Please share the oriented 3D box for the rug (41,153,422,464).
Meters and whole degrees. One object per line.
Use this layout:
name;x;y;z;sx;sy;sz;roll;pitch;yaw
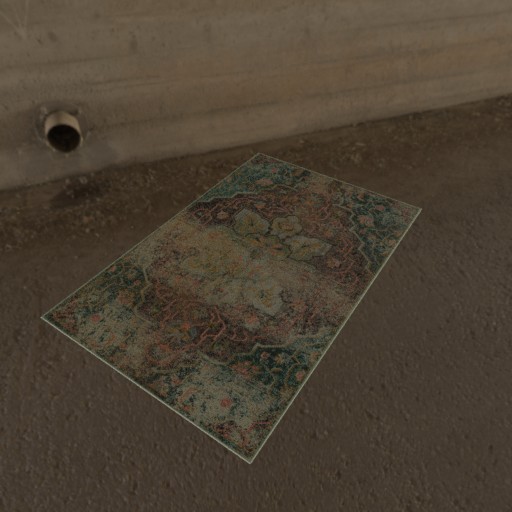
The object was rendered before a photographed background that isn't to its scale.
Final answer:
rug;0.000;0.000;3.041;1.566;0.004;2.363;26;49;25
